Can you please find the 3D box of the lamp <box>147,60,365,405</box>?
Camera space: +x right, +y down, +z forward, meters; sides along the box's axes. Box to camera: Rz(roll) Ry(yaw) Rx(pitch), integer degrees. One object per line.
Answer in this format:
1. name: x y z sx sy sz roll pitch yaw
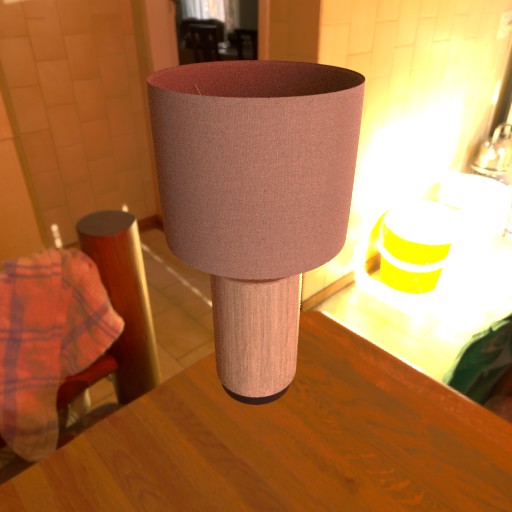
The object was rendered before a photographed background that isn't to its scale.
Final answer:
1. lamp: 0.000 0.000 0.581 0.228 0.444 0.228 9 32 14
